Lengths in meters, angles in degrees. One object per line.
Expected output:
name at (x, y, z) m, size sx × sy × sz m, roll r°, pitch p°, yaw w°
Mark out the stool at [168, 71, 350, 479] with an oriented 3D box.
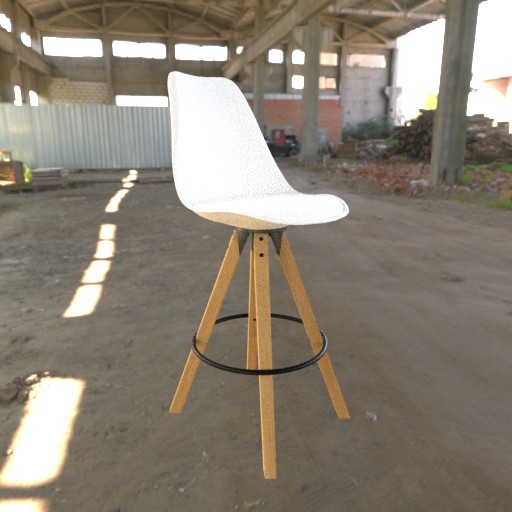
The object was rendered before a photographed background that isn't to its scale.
stool at (0.000, 0.000, 1.397) m, size 0.549 × 1.115 × 0.482 m, roll 13°, pitch 20°, yaw 42°
